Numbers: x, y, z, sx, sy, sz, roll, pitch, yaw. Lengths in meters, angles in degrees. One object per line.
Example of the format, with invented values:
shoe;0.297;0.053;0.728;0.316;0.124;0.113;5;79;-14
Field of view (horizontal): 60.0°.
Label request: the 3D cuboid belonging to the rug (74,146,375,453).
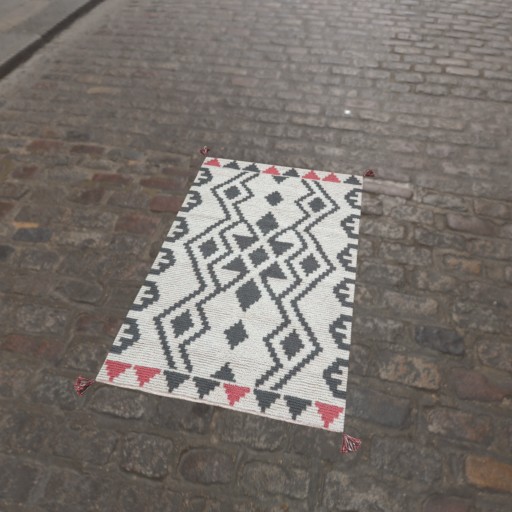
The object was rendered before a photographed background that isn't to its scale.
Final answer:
rug;0.000;0.000;3.416;1.741;0.066;2.672;9;48;8
